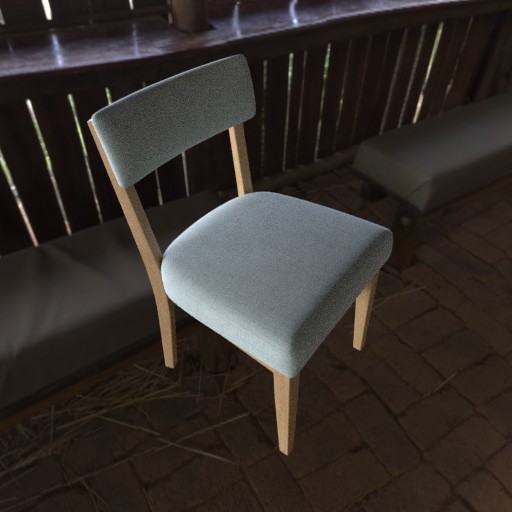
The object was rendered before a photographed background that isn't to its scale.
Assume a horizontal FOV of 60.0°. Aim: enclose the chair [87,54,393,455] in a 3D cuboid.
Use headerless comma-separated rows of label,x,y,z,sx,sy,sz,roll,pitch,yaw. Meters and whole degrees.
chair,0.000,0.000,1.180,0.572,0.832,0.508,26,48,27
